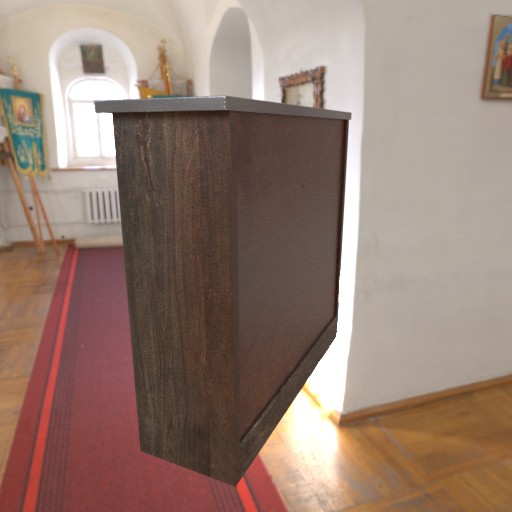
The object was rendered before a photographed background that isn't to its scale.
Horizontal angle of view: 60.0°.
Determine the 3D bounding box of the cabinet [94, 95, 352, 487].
[{"bbox_3d":[0.000,0.000,1.450,0.338,0.919,0.968,7,18,25],"label":"cabinet"}]
